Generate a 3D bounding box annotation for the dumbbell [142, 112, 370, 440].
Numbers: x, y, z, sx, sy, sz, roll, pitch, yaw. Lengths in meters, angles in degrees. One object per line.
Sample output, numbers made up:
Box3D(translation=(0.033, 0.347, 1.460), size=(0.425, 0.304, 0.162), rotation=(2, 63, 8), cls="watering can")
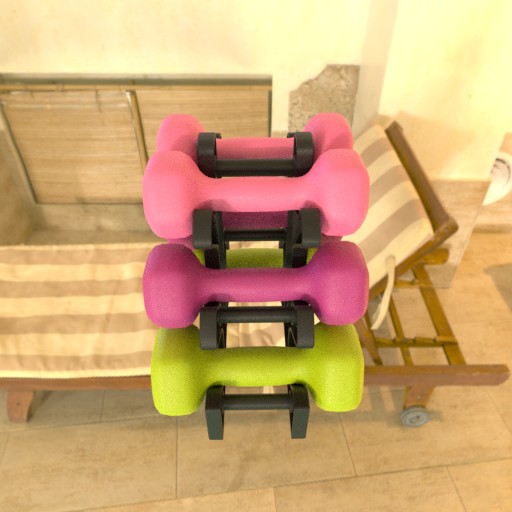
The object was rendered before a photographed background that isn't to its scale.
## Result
Box3D(translation=(0.000, 0.000, 0.451), size=(0.203, 0.261, 0.257), rotation=(-1, 41, -1), cls="dumbbell")
